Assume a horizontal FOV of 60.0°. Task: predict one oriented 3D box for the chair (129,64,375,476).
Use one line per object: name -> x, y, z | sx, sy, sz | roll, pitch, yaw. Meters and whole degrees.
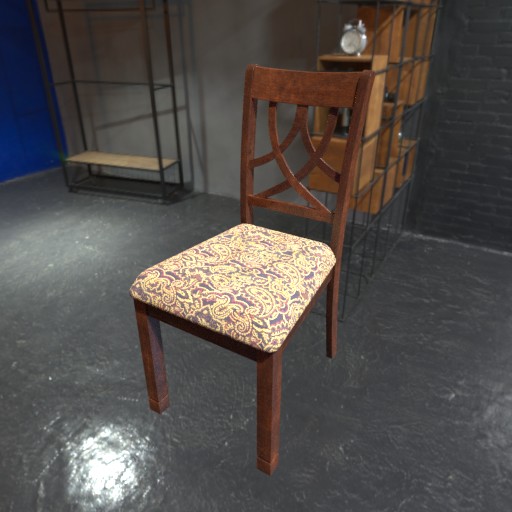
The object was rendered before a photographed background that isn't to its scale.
chair -> 0.000, 0.000, 1.273 | 0.457, 0.965, 0.584 | 16, 32, 28
